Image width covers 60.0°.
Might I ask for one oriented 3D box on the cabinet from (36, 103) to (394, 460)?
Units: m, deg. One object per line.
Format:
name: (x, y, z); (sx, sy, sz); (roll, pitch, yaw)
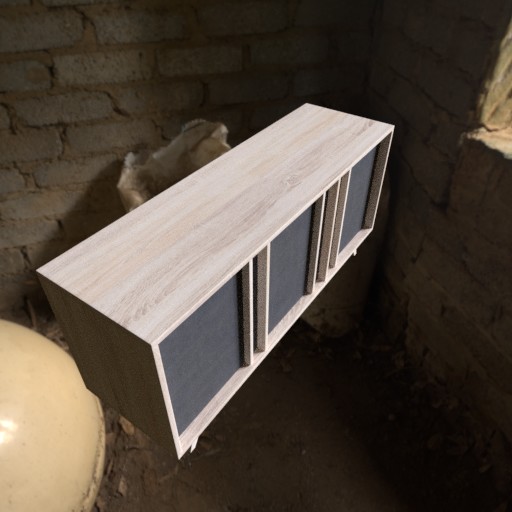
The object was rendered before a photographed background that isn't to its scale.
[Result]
cabinet: (0.000, 0.000, 2.021); (0.500, 0.780, 1.650); (24, 46, 26)
